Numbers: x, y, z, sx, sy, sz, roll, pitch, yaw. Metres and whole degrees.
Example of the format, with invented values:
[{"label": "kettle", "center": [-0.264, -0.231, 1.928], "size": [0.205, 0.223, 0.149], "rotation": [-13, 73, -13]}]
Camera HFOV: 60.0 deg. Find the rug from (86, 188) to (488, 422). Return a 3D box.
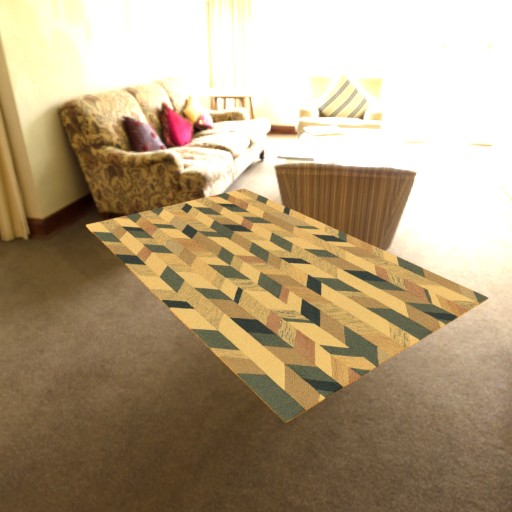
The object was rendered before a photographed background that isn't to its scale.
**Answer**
[{"label": "rug", "center": [0.000, 0.000, 2.974], "size": [1.513, 0.008, 2.423], "rotation": [-18, 32, -32]}]
